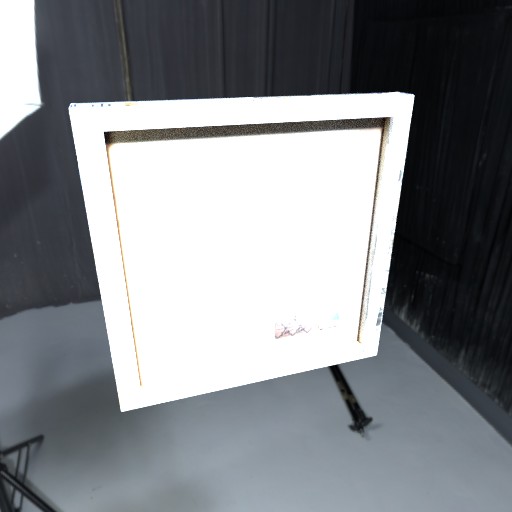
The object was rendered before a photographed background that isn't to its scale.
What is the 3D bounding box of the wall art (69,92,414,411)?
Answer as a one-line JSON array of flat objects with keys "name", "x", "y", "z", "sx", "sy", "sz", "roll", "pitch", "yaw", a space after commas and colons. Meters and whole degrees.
[{"name": "wall art", "x": 0.000, "y": 0.000, "z": 0.610, "sx": 0.411, "sy": 0.410, "sz": 0.038, "roll": -8, "pitch": 27, "yaw": -16}]
